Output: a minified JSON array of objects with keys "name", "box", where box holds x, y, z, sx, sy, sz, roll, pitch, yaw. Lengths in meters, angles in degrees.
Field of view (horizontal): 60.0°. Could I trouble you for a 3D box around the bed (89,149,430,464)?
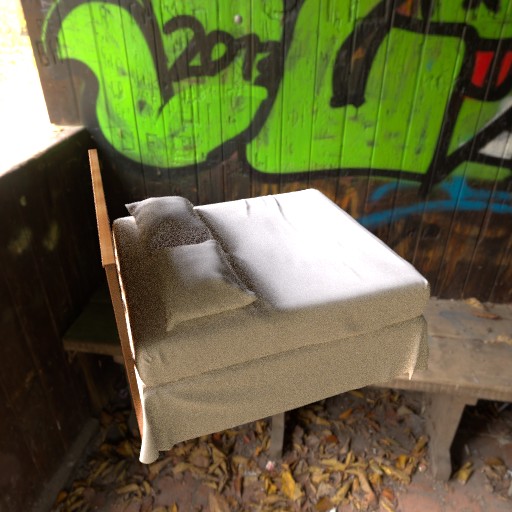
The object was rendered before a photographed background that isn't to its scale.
[{"name":"bed","box":[0.000,0.000,3.184,2.035,1.273,1.870,-11,33,-17]}]
